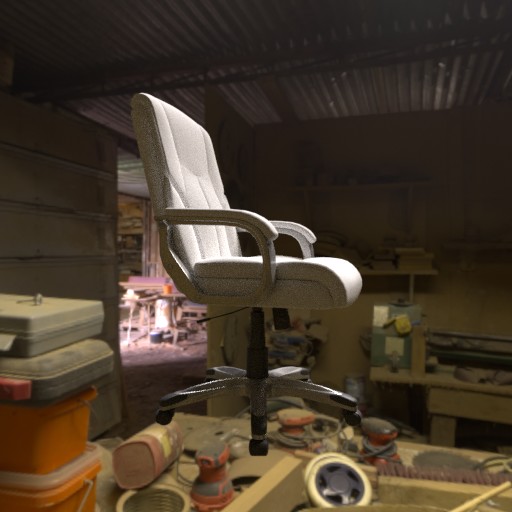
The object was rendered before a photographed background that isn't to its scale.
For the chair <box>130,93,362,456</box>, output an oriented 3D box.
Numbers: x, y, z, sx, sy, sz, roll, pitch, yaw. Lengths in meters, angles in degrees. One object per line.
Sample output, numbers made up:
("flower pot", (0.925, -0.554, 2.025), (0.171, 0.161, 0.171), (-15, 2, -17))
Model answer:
("chair", (0.000, 0.000, 1.578), (0.738, 1.120, 0.687), (0, 1, 18))
